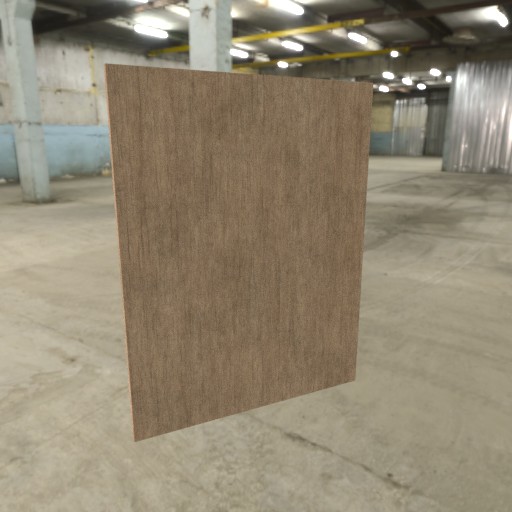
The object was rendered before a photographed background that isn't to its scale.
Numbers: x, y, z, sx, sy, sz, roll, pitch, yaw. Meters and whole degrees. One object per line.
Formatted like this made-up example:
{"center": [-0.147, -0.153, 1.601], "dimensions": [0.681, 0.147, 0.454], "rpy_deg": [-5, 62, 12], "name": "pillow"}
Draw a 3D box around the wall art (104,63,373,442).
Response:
{"center": [0.000, 0.000, 0.899], "dimensions": [0.534, 0.686, 0.018], "rpy_deg": [-7, 16, -25], "name": "wall art"}
